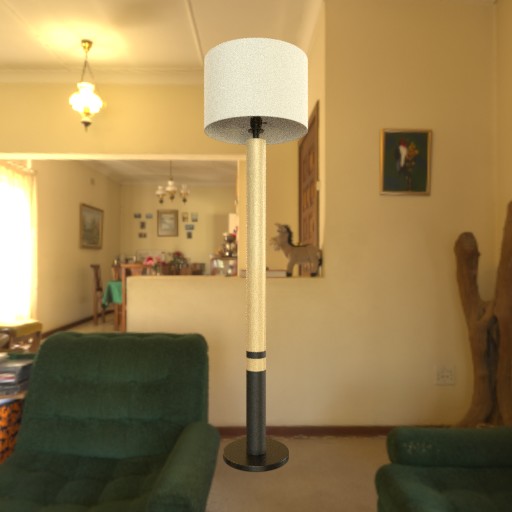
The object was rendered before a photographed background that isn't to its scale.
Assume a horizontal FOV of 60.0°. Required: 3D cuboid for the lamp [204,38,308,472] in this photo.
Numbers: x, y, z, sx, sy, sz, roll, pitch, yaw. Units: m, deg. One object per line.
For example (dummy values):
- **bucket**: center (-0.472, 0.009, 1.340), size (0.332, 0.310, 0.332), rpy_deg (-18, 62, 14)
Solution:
- **lamp**: center (0.000, 0.000, 1.639), size (0.381, 1.478, 0.381), rpy_deg (0, 0, -17)
